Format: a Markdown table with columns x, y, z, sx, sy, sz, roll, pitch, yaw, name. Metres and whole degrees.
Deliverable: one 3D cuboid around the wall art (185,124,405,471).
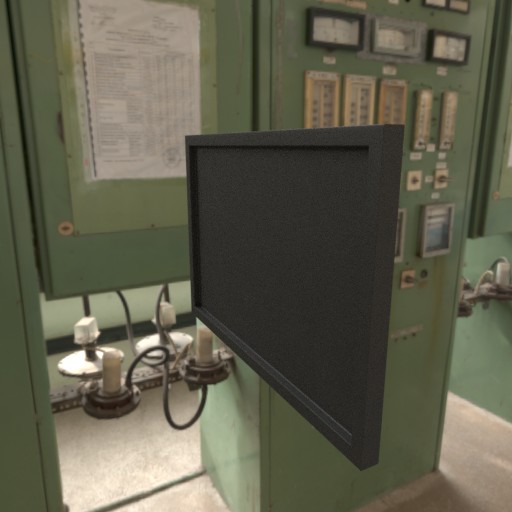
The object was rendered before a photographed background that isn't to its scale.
| x | y | z | sx | sy | sz | roll | pitch | yaw | name |
| --- | --- | --- | --- | --- | --- | --- | --- | --- | --- |
| 0.000 | 0.000 | 0.559 | 0.021 | 0.301 | 0.443 | -7 | 16 | -27 | wall art |
